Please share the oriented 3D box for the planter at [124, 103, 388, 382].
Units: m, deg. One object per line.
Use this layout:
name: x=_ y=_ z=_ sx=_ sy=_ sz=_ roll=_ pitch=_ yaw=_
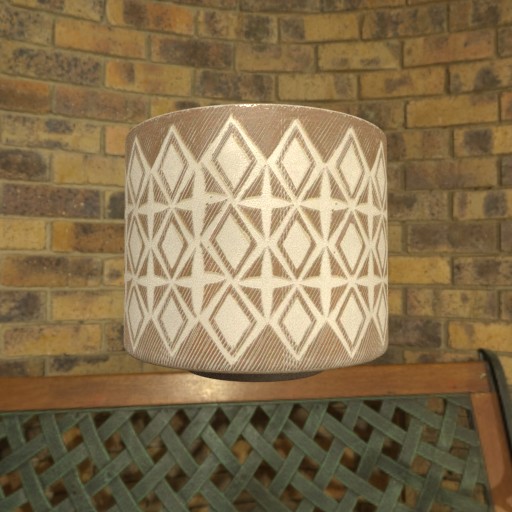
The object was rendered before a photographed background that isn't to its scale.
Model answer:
planter: x=0.000 y=0.000 z=0.339 sx=0.193 sy=0.165 sz=0.193 roll=0 pitch=-1 yaw=0
